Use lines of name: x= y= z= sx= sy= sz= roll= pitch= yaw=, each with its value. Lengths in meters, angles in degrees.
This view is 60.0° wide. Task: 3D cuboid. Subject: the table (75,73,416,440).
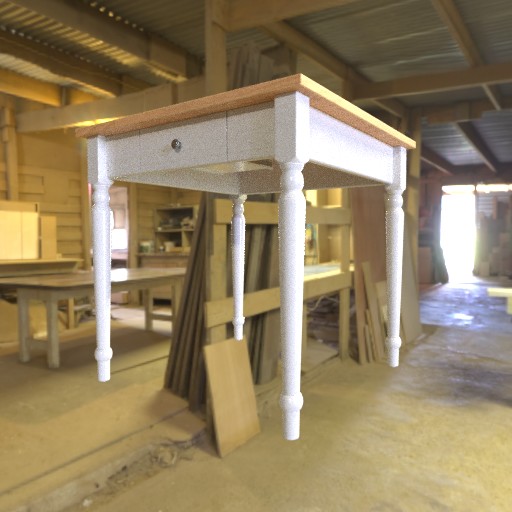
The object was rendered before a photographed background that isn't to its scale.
table: x=0.000 y=0.000 z=1.376 sx=0.747 sy=0.738 sz=0.747 roll=2 pitch=3 yaw=36
